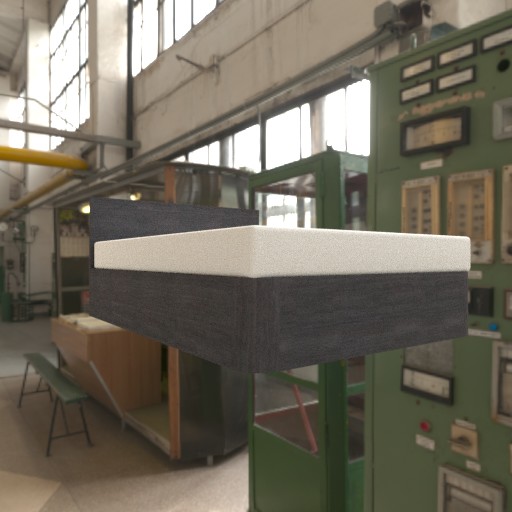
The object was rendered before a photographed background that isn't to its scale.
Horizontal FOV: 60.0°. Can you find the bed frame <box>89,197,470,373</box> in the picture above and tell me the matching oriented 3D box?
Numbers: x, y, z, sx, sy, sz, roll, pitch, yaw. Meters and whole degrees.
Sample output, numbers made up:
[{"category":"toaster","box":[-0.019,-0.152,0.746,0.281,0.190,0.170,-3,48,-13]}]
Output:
[{"category":"bed frame","box":[0.000,0.000,2.619,1.400,0.800,1.900,0,0,-36]}]
